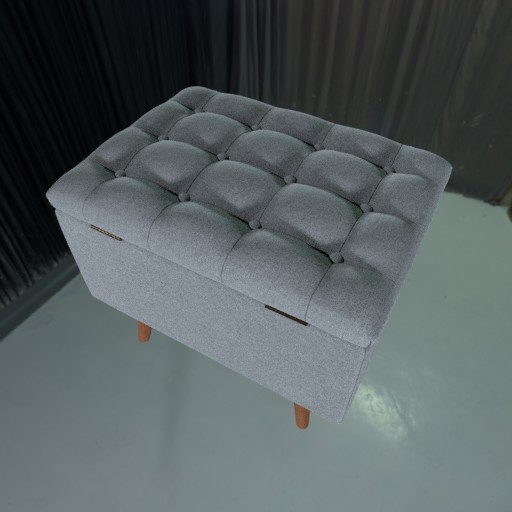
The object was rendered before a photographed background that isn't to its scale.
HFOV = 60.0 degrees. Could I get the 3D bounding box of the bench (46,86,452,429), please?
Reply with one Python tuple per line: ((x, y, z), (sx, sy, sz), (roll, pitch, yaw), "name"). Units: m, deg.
((0.000, 0.000, 0.894), (0.572, 0.469, 0.417), (23, 51, 19), "bench")
